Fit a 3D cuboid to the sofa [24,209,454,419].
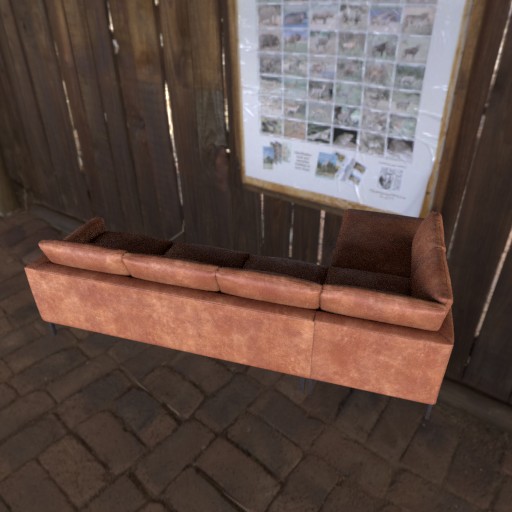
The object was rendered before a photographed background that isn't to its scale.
[{"bbox_3d":[0.000,0.000,3.768,2.984,0.877,1.938,9,33,14],"label":"sofa"}]
